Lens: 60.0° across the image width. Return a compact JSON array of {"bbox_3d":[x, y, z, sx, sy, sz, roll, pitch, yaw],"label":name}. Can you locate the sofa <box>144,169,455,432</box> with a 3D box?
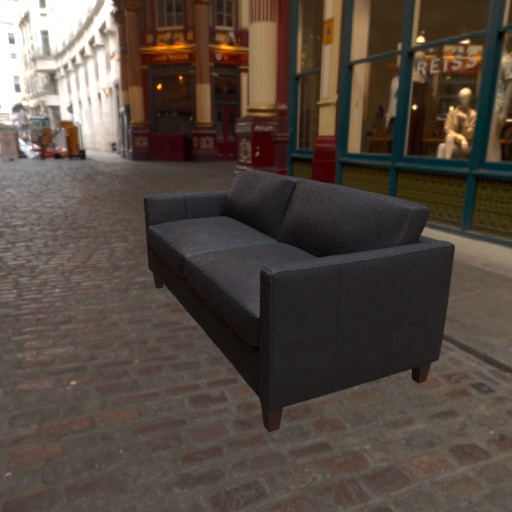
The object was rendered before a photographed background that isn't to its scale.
[{"bbox_3d":[0.000,0.000,2.564,0.933,0.863,1.971,-8,18,-25],"label":"sofa"}]
